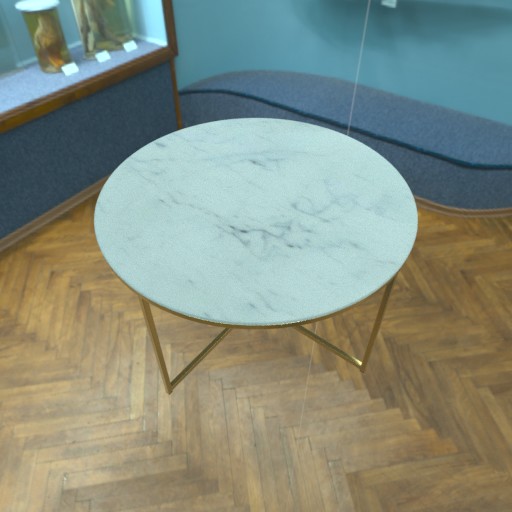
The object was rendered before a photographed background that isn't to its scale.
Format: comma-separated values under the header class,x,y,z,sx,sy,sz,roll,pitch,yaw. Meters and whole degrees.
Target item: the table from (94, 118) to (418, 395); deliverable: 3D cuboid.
class,x,y,z,sx,sy,sz,roll,pitch,yaw
table,0.000,0.000,1.286,0.800,0.450,0.800,0,45,0
